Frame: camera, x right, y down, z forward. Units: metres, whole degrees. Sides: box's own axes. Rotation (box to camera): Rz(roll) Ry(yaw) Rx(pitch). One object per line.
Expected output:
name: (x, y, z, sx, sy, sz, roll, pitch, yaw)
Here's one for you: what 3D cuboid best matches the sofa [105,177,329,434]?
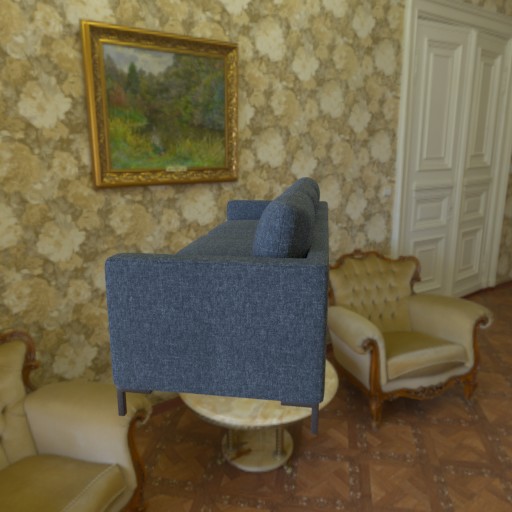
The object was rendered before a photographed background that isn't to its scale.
sofa: (0.000, 0.000, 2.700, 0.859, 0.874, 2.218, 2, 13, 9)
